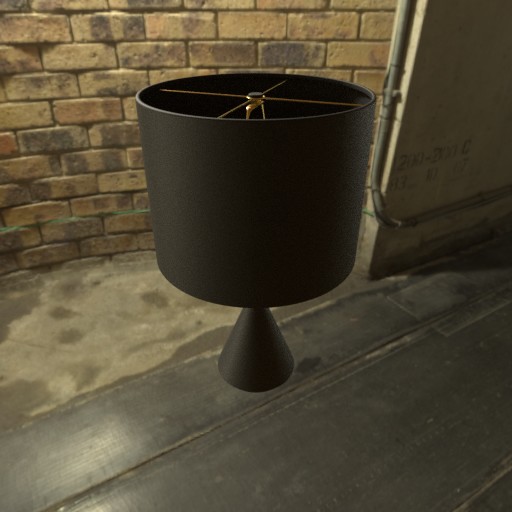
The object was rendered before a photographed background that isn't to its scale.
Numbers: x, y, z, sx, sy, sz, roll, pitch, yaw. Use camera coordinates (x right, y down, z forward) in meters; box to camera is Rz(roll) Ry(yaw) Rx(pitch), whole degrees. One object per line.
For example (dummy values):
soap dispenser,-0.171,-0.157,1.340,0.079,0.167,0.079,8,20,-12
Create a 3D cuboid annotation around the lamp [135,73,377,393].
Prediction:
lamp,0.000,0.000,0.824,0.359,0.584,0.359,11,32,17
